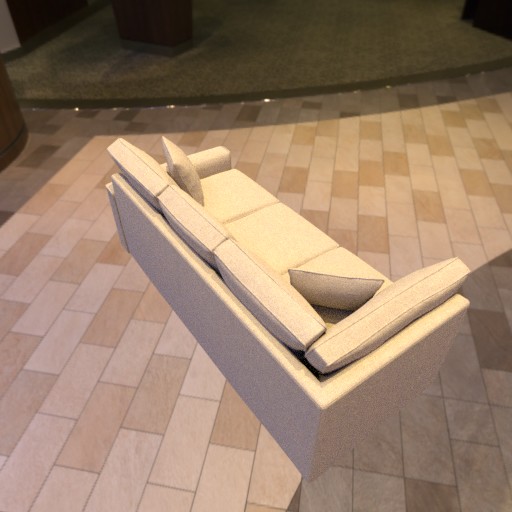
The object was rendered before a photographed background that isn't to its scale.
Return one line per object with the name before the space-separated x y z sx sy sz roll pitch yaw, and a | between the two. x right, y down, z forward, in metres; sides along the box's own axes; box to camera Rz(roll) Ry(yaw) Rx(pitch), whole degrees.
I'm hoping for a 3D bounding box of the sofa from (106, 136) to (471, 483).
sofa | 0.000 0.000 2.835 1.061 0.962 2.317 -25 47 -26
